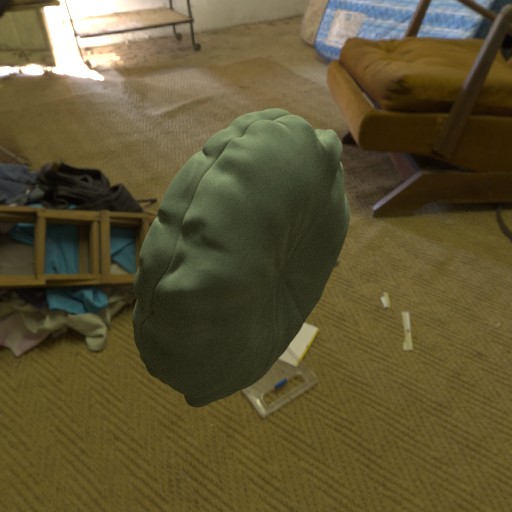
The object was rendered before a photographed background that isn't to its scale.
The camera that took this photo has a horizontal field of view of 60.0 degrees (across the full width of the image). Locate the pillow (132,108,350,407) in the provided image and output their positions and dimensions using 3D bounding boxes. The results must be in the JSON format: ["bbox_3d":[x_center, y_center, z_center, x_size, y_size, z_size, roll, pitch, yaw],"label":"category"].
[{"bbox_3d":[0.000,0.000,0.646,0.148,0.407,0.428,25,46,27],"label":"pillow"}]
